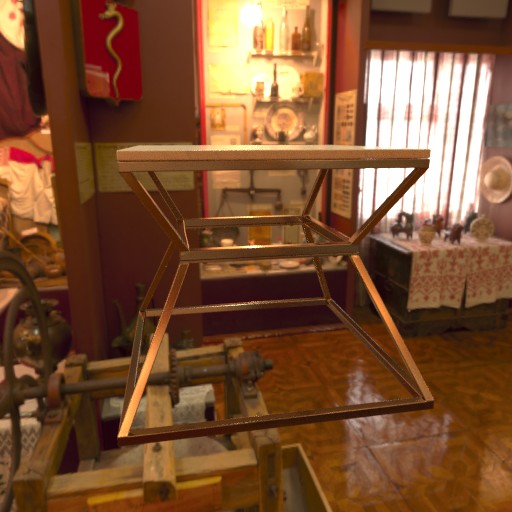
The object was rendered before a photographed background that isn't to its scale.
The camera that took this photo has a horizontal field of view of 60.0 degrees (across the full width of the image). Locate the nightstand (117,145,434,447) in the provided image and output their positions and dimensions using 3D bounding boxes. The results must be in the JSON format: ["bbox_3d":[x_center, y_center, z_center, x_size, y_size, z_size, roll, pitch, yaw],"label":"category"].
[{"bbox_3d":[0.000,0.000,0.891,0.513,0.426,0.514,-3,15,-10],"label":"nightstand"}]
